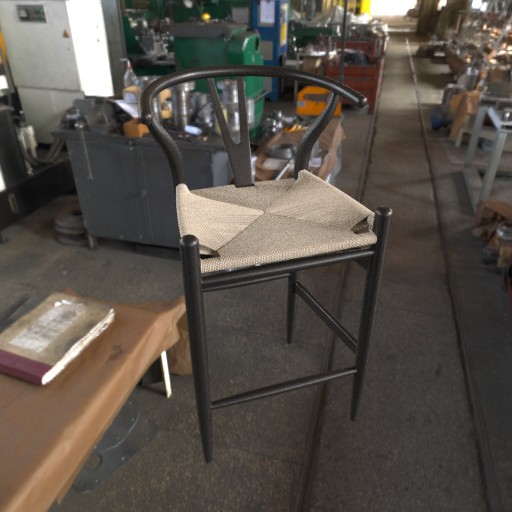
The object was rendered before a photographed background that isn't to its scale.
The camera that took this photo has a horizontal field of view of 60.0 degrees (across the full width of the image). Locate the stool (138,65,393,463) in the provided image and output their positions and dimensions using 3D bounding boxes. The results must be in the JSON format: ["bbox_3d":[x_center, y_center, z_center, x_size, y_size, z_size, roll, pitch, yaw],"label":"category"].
[{"bbox_3d":[0.000,0.000,1.304,0.569,0.970,0.579,-9,32,-15],"label":"stool"}]
